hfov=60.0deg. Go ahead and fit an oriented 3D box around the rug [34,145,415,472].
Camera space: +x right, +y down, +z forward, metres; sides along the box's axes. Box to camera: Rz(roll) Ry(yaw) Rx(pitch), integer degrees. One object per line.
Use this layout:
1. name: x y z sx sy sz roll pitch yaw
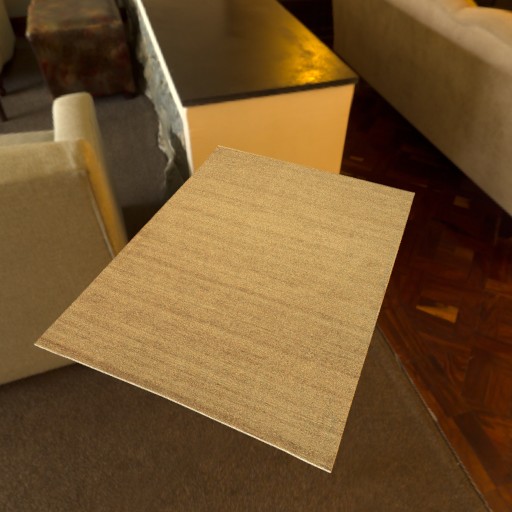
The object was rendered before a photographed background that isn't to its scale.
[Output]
1. rug: 0.000 0.000 4.185 2.434 0.045 3.202 17 48 16
